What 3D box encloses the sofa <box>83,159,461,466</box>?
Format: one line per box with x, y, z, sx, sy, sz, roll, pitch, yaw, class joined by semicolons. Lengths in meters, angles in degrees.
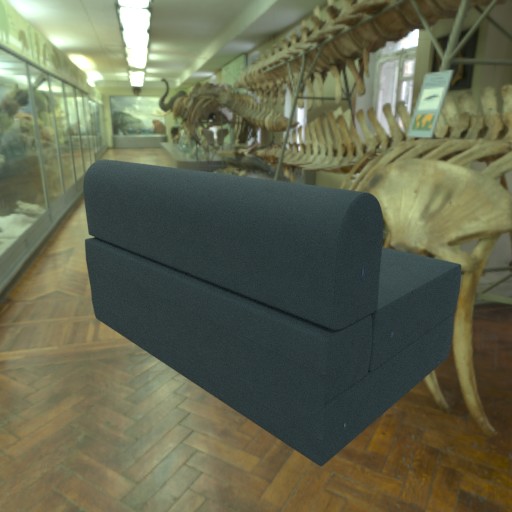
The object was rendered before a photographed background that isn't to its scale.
0.000;0.000;1.633;0.762;0.660;1.219;-16;23;-42;sofa
